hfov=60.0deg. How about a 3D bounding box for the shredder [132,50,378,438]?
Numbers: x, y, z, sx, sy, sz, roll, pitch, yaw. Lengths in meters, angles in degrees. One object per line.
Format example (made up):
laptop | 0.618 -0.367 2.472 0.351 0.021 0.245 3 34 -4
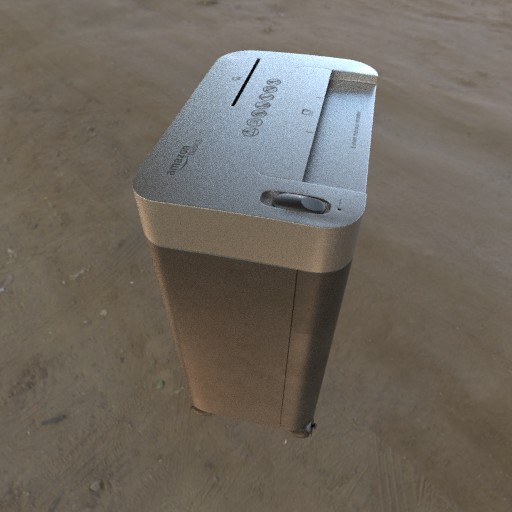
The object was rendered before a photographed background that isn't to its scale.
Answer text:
shredder | 0.000 0.000 0.594 0.237 0.419 0.311 10 47 9
